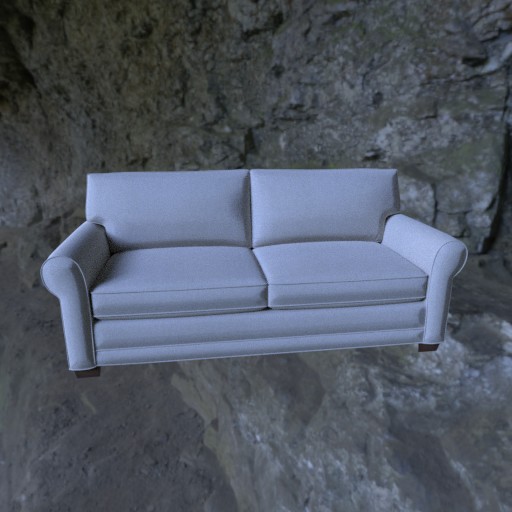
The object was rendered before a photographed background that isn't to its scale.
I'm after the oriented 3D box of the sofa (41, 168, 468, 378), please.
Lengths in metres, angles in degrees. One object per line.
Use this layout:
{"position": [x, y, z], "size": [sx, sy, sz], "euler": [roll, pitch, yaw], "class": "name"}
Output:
{"position": [0.000, 0.000, 2.630], "size": [2.146, 0.962, 0.901], "euler": [-2, 17, -8], "class": "sofa"}
